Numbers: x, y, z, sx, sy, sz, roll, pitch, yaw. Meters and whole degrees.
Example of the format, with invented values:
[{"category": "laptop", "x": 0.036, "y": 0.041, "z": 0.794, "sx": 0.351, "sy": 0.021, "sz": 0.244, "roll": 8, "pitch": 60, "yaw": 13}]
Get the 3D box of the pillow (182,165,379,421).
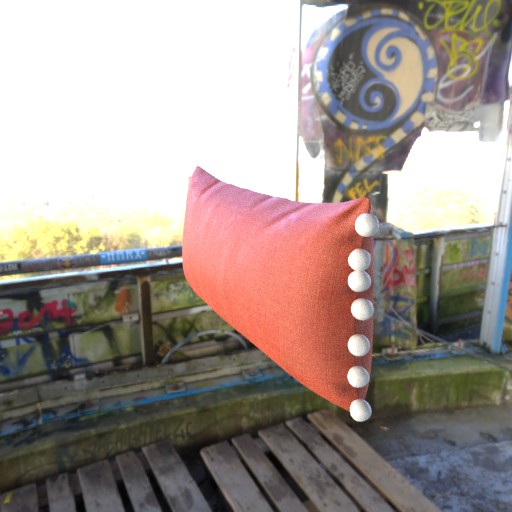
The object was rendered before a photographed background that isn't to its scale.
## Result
[{"category": "pillow", "x": 0.000, "y": 0.000, "z": 0.866, "sx": 0.201, "sy": 0.322, "sz": 0.709, "roll": -7, "pitch": 16, "yaw": -26}]
